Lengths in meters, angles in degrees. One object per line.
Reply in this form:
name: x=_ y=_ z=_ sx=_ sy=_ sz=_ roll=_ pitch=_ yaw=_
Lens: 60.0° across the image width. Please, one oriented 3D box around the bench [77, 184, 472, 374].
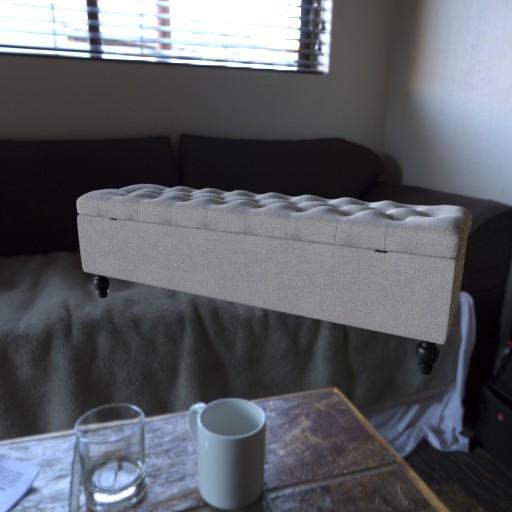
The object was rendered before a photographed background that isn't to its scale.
bench: x=0.000 y=0.000 z=1.743 sx=1.480 sy=0.467 sz=0.455 roll=8 pitch=17 yaw=27
